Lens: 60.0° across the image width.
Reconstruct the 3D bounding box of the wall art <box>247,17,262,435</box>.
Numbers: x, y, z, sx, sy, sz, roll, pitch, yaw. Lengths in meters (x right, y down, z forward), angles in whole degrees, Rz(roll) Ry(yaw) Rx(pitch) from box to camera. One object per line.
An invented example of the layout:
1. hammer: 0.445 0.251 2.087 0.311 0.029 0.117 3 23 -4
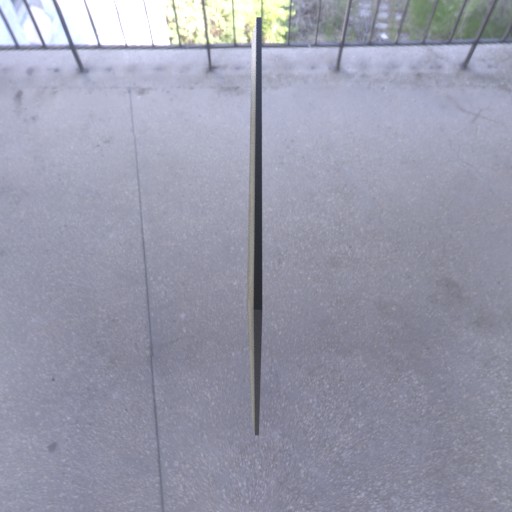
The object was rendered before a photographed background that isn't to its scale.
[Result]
1. wall art: 0.000 0.000 0.893 0.018 0.660 0.559 0 57 0
